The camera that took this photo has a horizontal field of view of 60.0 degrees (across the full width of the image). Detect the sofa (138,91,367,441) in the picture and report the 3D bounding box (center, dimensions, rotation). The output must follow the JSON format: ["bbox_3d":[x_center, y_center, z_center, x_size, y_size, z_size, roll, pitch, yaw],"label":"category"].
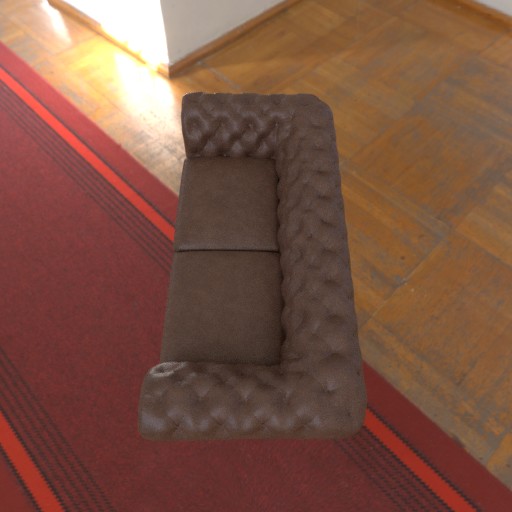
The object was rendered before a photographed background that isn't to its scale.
[{"bbox_3d":[0.000,0.000,2.530,0.955,0.784,2.048,0,59,0],"label":"sofa"}]
